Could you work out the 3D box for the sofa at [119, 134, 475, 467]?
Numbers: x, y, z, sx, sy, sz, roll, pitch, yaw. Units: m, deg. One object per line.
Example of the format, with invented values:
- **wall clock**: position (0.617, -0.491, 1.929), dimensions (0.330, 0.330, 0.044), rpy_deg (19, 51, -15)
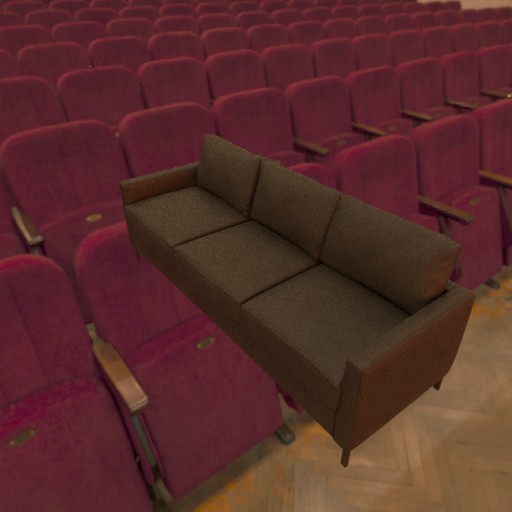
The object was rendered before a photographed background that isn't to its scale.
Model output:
- **sofa**: position (0.000, 0.000, 2.376), dimensions (0.748, 0.805, 2.029), rpy_deg (-22, 39, -31)
